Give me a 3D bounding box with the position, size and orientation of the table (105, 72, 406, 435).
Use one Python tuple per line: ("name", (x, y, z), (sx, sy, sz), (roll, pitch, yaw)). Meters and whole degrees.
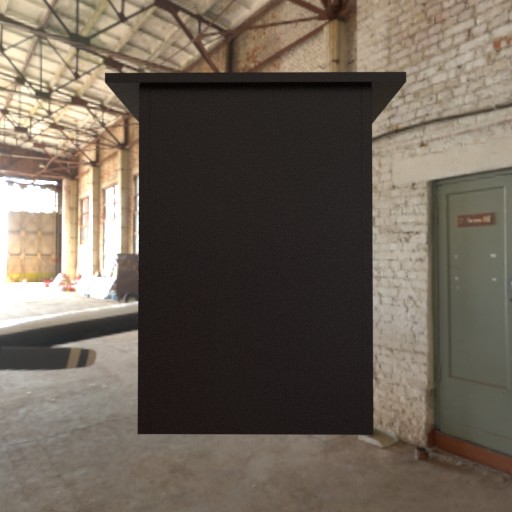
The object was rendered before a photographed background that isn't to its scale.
("table", (0.000, 0.000, 1.064), (0.589, 0.711, 0.408), (0, -1, 0))
